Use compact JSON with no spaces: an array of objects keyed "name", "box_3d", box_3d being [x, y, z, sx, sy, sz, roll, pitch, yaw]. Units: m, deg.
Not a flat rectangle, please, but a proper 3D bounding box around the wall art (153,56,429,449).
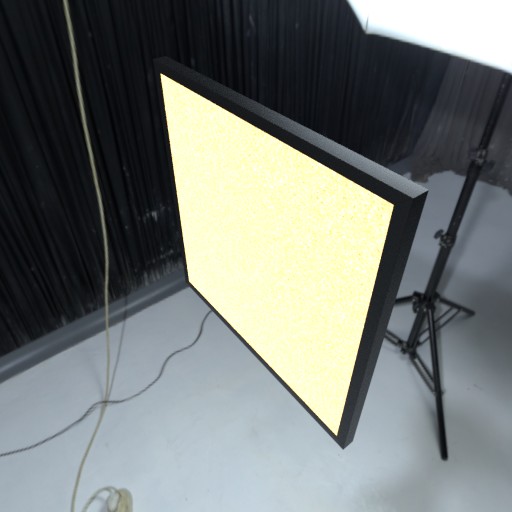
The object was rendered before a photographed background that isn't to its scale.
[{"name":"wall art","box_3d":[0.000,0.000,1.098,0.036,0.755,0.756,-27,48,-28]}]
